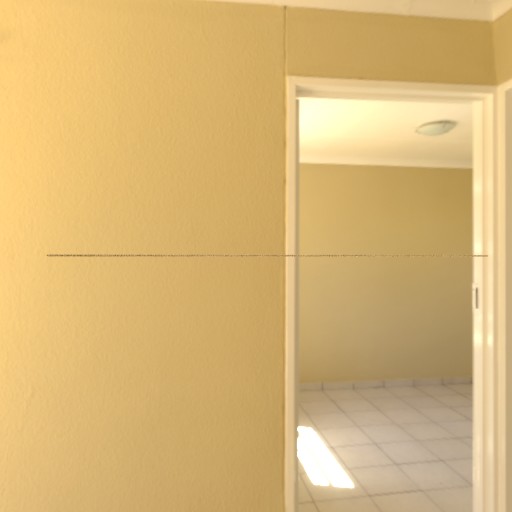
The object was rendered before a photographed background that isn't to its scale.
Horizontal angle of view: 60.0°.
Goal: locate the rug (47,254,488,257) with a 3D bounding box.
[{"bbox_3d":[0.000,0.000,2.193,1.752,0.006,1.142,0,0,-19],"label":"rug"}]
